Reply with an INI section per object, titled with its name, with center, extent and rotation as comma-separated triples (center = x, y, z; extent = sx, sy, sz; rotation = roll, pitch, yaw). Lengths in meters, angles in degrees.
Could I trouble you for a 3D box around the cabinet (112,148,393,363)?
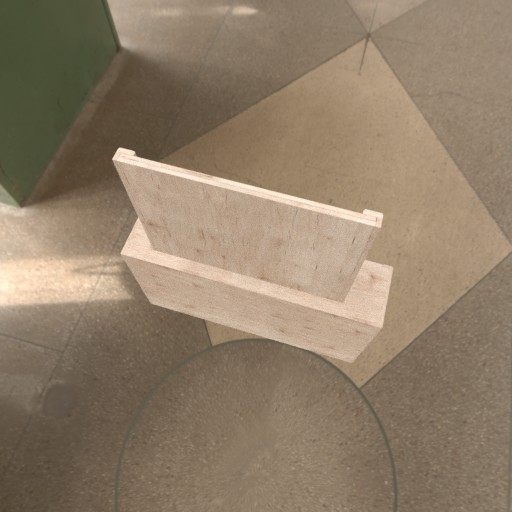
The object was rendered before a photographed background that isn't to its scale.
[cabinet]
center = 0.000, 0.000, 2.781
extent = 1.700, 1.981, 0.420
rotation = 15, 65, 7
